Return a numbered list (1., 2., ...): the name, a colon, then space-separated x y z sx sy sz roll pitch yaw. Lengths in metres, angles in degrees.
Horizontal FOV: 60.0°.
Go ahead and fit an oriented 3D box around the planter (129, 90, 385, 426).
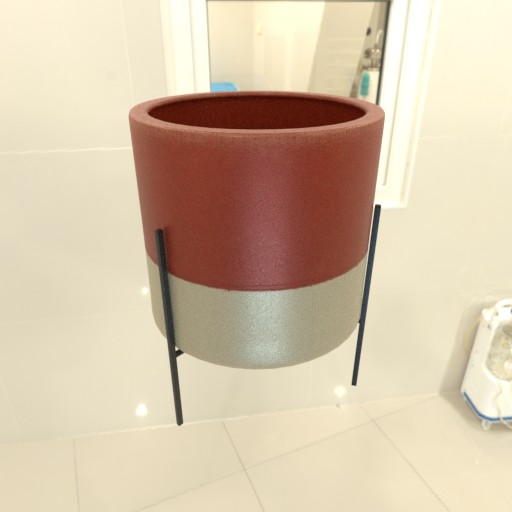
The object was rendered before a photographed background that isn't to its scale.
1. planter: 0.000 0.000 0.717 0.345 0.465 0.354 -8 28 -15
